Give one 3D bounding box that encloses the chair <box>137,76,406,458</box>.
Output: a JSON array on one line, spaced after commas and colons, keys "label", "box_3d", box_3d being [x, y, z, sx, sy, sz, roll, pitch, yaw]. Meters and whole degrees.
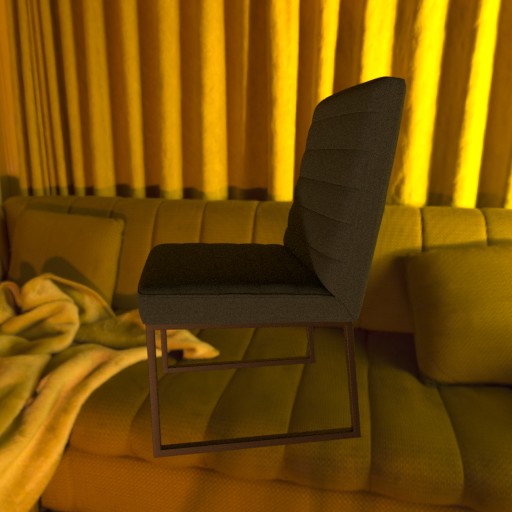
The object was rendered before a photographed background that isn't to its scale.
[{"label": "chair", "box_3d": [0.000, 0.000, 1.289, 0.634, 0.930, 0.520, -2, 14, -8]}]
